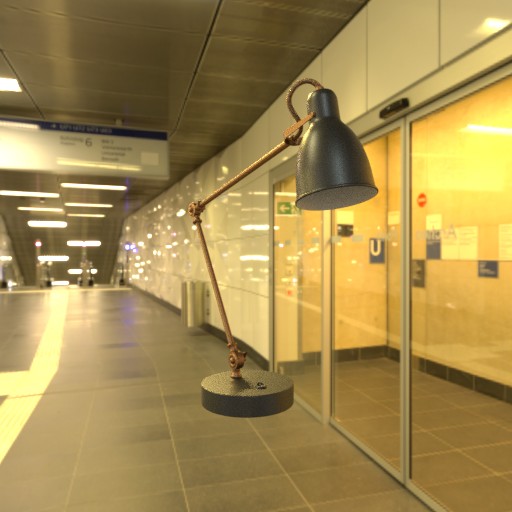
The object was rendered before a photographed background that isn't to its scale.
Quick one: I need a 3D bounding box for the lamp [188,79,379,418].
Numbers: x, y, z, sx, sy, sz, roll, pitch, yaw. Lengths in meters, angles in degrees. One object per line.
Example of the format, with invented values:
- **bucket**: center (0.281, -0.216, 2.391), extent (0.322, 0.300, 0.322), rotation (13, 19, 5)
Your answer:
- **lamp**: center (0.000, 0.000, 0.872), extent (0.187, 0.587, 0.561), rotation (0, 0, -35)
